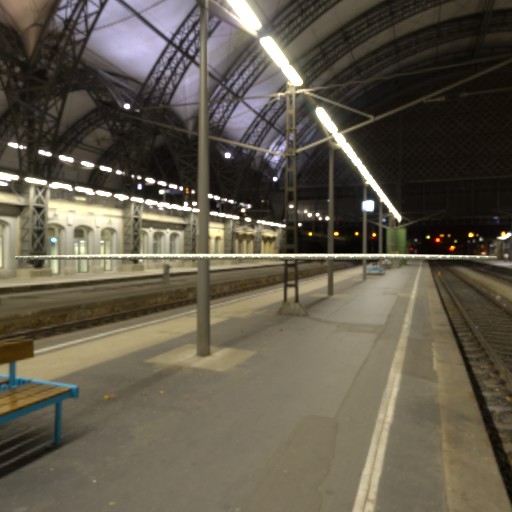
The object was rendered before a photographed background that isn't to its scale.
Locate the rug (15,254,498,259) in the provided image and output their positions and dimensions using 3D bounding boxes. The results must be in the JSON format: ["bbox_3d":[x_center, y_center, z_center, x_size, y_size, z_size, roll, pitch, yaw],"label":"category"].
[{"bbox_3d":[0.000,0.000,2.737,2.144,0.015,1.543,0,1,0],"label":"rug"}]
